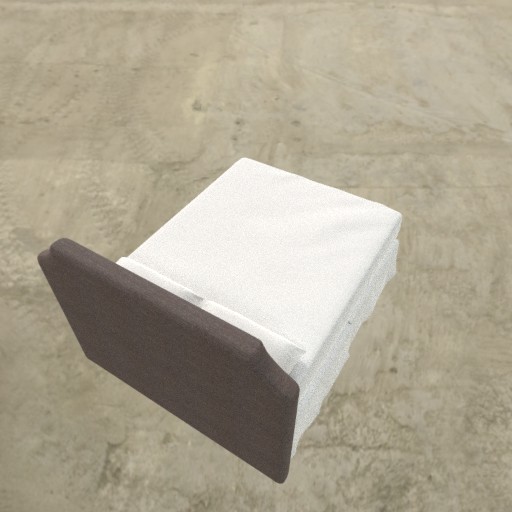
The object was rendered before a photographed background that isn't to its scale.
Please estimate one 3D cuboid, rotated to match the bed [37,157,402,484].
[{"bbox_3d":[0.000,0.000,3.168,1.693,1.290,2.116,24,51,22],"label":"bed"}]
